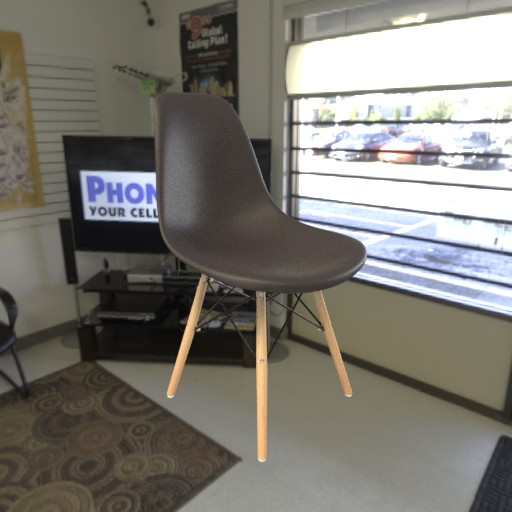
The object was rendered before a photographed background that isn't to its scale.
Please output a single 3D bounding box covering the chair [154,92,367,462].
[{"bbox_3d":[0.000,0.000,1.158,0.533,0.825,0.470,16,23,42],"label":"chair"}]
